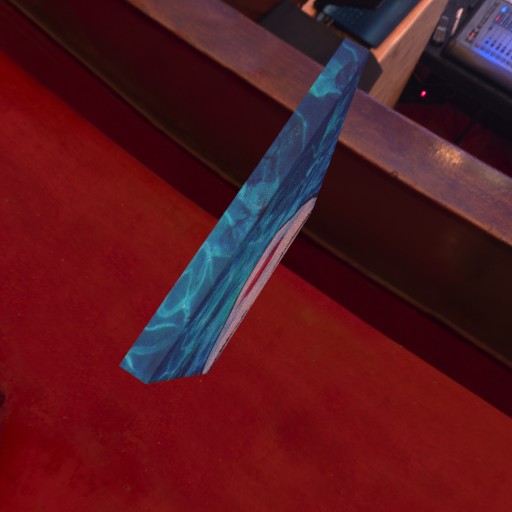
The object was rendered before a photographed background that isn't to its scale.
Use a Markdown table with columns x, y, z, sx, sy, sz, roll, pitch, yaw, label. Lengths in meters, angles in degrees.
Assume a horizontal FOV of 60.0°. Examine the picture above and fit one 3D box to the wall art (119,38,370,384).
| x | y | z | sx | sy | sz | roll | pitch | yaw | label |
| --- | --- | --- | --- | --- | --- | --- | --- | --- | --- |
| 0.000 | 0.000 | 0.850 | 0.038 | 0.635 | 0.508 | 32 | 78 | 7 | wall art |
